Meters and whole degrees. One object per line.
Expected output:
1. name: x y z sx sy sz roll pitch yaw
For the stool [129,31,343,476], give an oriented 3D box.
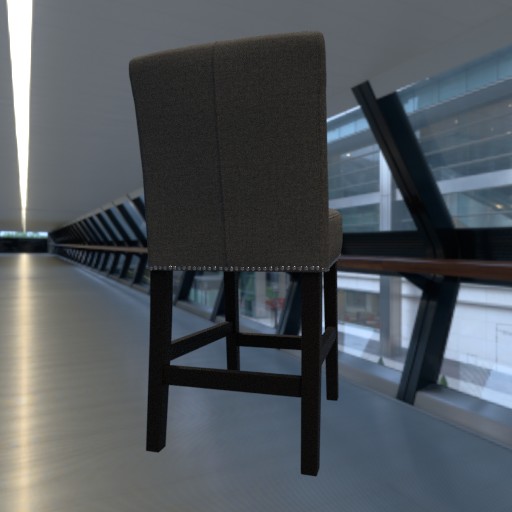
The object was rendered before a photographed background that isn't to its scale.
1. stool: 0.000 0.000 1.155 0.427 0.885 0.571 0 0 17
